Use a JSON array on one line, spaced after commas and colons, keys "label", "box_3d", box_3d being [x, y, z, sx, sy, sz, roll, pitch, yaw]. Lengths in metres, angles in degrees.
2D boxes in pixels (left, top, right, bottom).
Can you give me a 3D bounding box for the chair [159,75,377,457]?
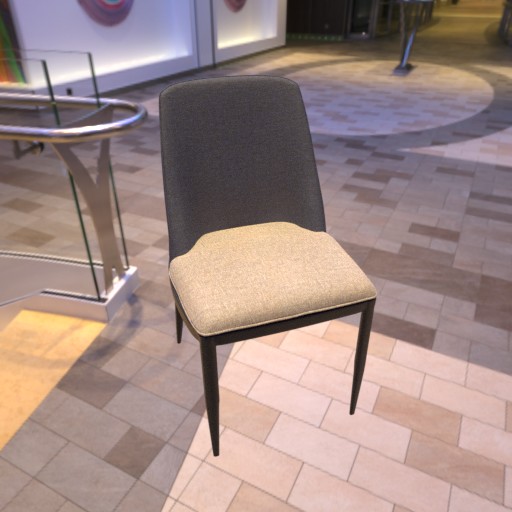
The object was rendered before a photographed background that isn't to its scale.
[{"label": "chair", "box_3d": [0.000, 0.000, 1.209, 0.480, 0.839, 0.551, -10, 33, -16]}]
